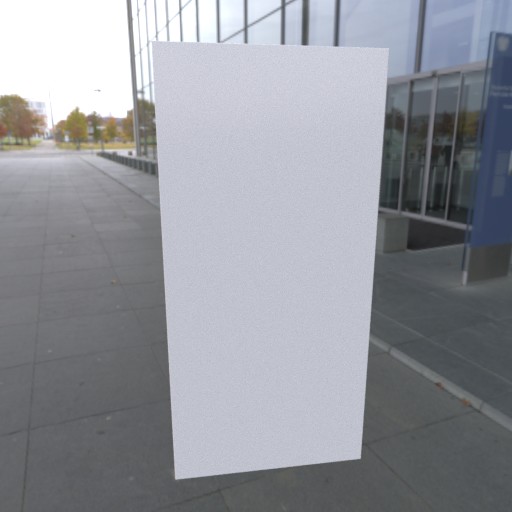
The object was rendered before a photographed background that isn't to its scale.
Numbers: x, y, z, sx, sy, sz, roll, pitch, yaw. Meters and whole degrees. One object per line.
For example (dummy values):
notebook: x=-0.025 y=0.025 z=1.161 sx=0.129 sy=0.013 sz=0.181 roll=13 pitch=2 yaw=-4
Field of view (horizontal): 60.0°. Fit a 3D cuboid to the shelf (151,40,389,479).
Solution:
shelf: x=0.000 y=0.000 z=0.742 sx=0.290 sy=0.594 sz=0.297 roll=-2 pitch=15 yaw=-9
